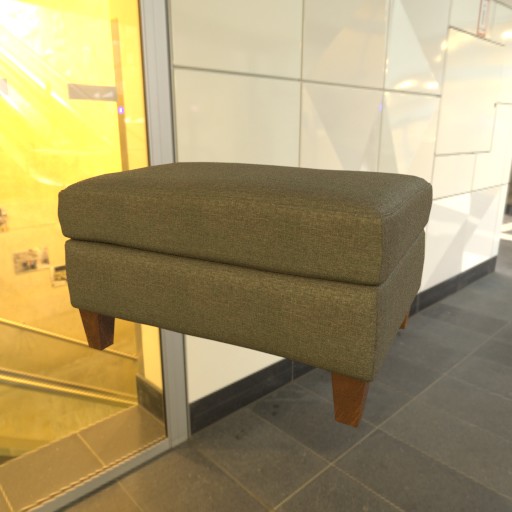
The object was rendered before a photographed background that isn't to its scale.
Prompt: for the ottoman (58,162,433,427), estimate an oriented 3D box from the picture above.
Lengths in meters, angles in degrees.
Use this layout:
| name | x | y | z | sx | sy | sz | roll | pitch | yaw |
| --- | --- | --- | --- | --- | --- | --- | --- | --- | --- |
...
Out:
| name | x | y | z | sx | sy | sz | roll | pitch | yaw |
| --- | --- | --- | --- | --- | --- | --- | --- | --- | --- |
| ottoman | 0.000 | 0.000 | 1.219 | 0.826 | 0.496 | 0.639 | 8 | 18 | 26 |
